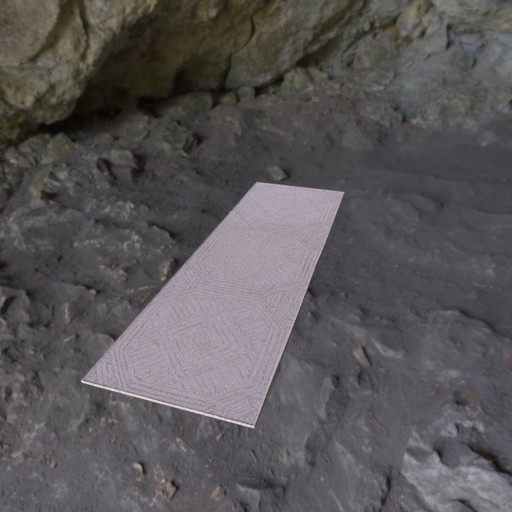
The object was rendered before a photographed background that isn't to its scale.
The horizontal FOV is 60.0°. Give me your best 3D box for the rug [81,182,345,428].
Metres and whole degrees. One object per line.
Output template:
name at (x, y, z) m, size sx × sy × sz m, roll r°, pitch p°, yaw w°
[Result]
rug at (0.000, 0.000, 2.770) m, size 0.775 × 0.012 × 2.452 m, roll 9°, pitch 31°, yaw 15°
